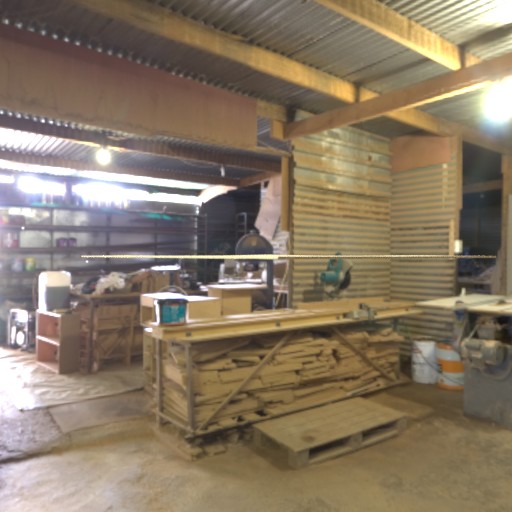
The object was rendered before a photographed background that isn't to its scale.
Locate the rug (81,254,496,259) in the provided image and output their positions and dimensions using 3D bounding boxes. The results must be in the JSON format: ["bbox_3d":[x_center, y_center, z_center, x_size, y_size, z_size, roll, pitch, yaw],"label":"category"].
[{"bbox_3d":[0.000,0.000,2.274,1.232,0.015,1.825,0,0,-37],"label":"rug"}]
